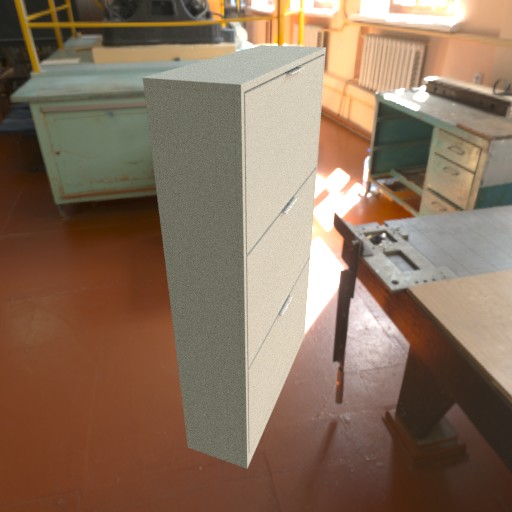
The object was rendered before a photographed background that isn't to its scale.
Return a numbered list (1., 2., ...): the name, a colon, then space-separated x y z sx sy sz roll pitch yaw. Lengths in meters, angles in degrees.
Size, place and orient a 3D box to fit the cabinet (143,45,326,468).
1. cabinet: 0.000 0.000 1.568 0.250 1.280 0.750 11 33 18
